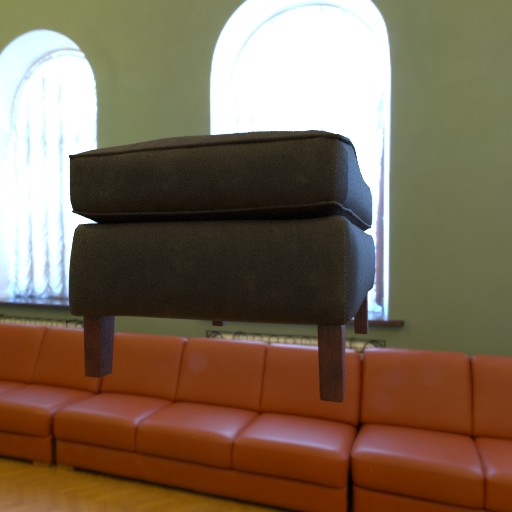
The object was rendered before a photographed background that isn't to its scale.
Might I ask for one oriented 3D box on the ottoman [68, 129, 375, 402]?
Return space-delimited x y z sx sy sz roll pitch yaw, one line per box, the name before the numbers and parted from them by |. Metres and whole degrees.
ottoman | 0.000 0.000 0.970 0.501 0.413 0.665 0 1 18
